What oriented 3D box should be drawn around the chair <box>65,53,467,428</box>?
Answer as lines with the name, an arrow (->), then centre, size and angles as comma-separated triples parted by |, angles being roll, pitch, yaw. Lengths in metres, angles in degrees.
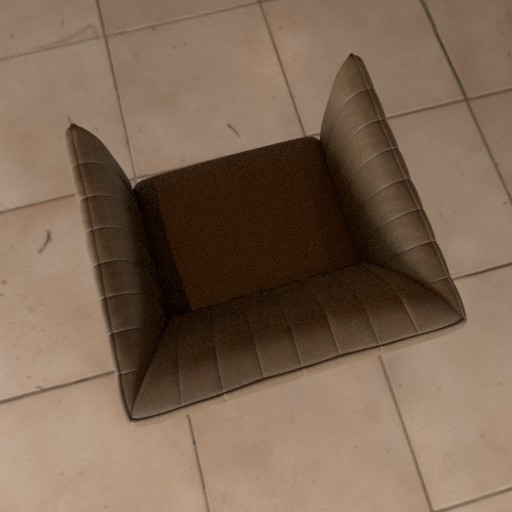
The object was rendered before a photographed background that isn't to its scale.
chair -> 0.000, 0.000, 1.563 | 0.981, 0.779, 0.876 | -16, 75, -4
